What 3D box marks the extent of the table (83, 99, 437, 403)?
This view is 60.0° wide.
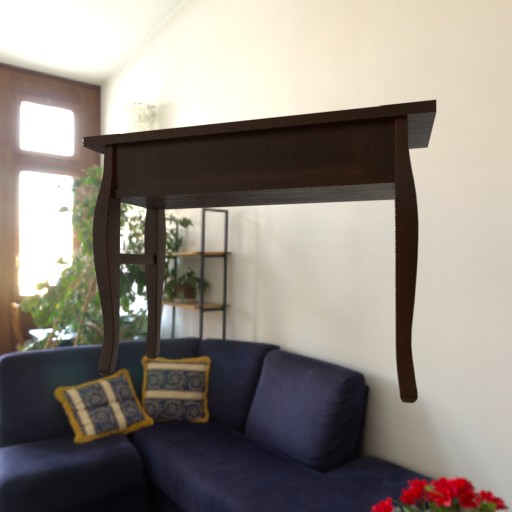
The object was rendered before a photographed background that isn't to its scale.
[{"bbox_3d":[0.000,0.000,1.431,1.062,0.768,0.373,0,-1,18],"label":"table"}]
